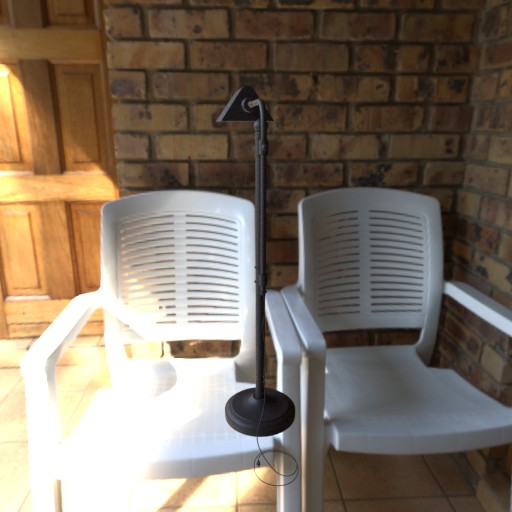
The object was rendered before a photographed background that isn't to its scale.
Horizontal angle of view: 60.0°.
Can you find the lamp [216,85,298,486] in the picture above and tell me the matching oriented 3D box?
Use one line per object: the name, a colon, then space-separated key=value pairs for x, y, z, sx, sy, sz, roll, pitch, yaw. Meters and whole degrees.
lamp: x=0.000 y=0.000 z=0.957 sx=0.159 sy=0.708 sz=0.545 roll=-3 pitch=17 yaw=-9
